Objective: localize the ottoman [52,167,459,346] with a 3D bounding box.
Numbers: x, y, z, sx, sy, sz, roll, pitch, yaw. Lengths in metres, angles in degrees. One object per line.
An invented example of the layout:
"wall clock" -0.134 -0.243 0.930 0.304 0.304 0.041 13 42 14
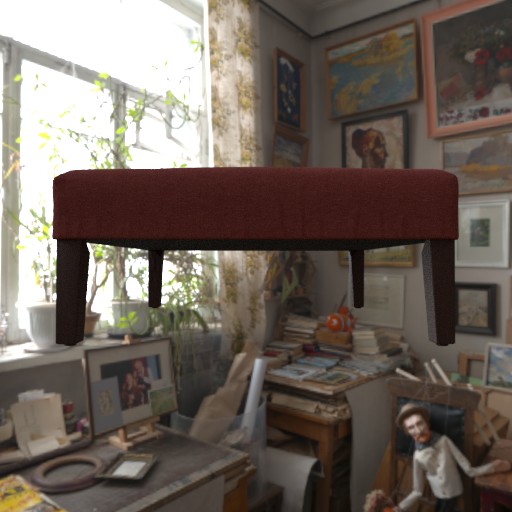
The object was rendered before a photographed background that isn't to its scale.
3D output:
"ottoman" 0.000 0.000 1.399 0.890 0.411 0.889 0 -1 0
